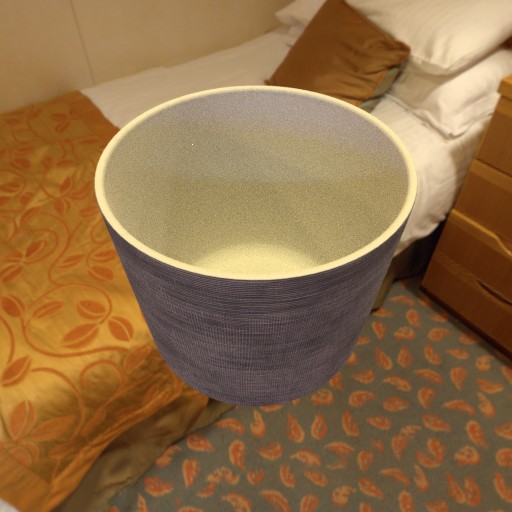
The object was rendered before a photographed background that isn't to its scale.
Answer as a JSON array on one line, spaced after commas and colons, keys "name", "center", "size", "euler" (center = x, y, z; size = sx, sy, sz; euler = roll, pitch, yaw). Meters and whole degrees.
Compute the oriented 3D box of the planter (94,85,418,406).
[{"name": "planter", "center": [0.000, 0.000, 0.765], "size": [0.440, 0.398, 0.440], "euler": [0, 47, 0]}]
